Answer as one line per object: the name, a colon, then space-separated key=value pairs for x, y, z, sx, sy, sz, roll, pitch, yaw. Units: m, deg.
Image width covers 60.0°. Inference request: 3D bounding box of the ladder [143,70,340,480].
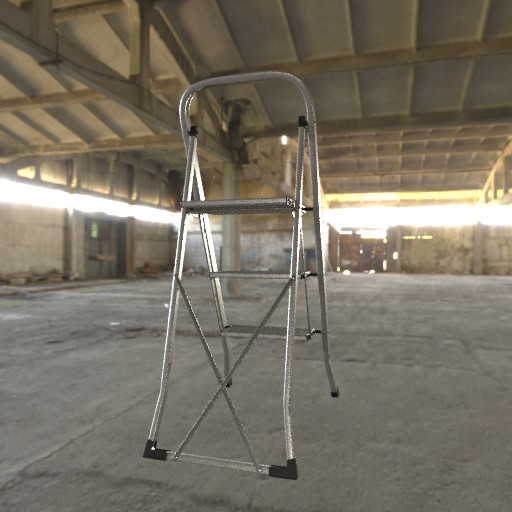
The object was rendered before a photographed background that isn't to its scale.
ladder: x=0.000 y=0.000 z=1.442 sx=0.465 sy=1.070 sz=0.704 roll=0 pitch=0 yaw=17
